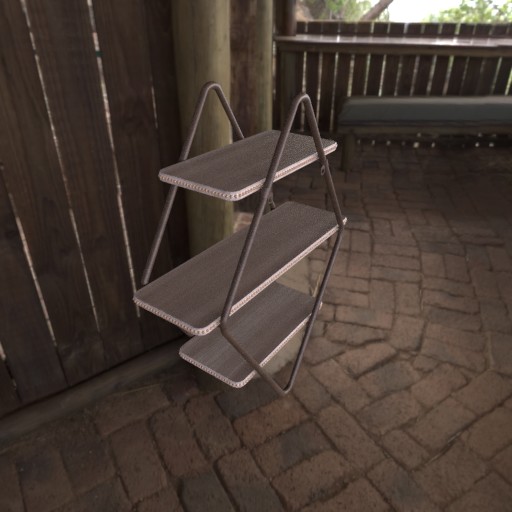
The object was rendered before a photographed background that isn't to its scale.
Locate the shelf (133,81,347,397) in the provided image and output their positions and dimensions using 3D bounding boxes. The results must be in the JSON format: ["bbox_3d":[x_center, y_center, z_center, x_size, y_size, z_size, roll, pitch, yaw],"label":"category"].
[{"bbox_3d":[0.000,0.000,1.067,0.234,0.774,0.609,20,36,30],"label":"shelf"}]
